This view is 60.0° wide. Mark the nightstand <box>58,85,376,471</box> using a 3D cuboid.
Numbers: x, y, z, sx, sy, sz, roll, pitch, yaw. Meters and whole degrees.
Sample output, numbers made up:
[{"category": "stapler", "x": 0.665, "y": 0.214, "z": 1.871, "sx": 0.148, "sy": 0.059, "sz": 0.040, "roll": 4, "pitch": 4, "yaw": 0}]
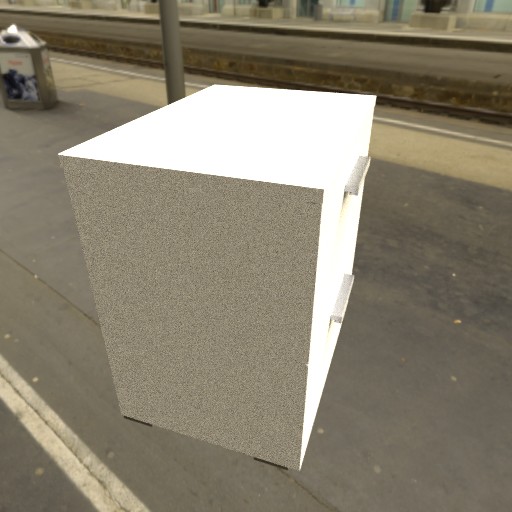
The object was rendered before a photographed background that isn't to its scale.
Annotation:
[{"category": "nightstand", "x": 0.000, "y": 0.000, "z": 0.758, "sx": 0.325, "sy": 0.460, "sz": 0.441, "roll": 10, "pitch": 33, "yaw": 16}]
